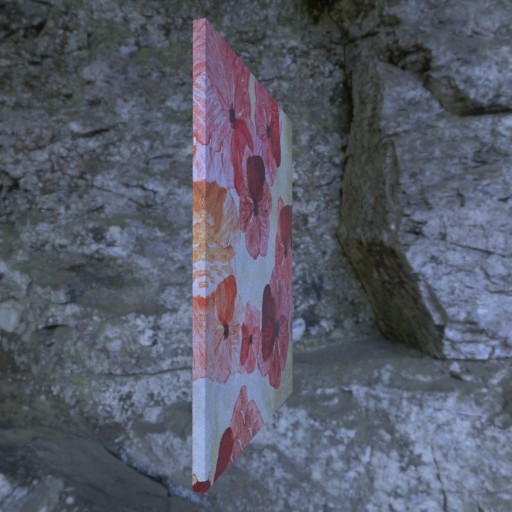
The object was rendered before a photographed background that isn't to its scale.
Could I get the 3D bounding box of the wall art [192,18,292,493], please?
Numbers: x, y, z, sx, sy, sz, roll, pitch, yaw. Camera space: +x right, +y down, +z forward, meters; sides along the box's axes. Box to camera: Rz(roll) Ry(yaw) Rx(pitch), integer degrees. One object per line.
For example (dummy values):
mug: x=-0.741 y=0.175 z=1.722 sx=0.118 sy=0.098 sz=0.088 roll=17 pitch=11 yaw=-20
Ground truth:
wall art: x=0.000 y=0.000 z=1.309 sx=0.031 sy=1.015 sz=0.762 roll=0 pitch=-1 yaw=19
